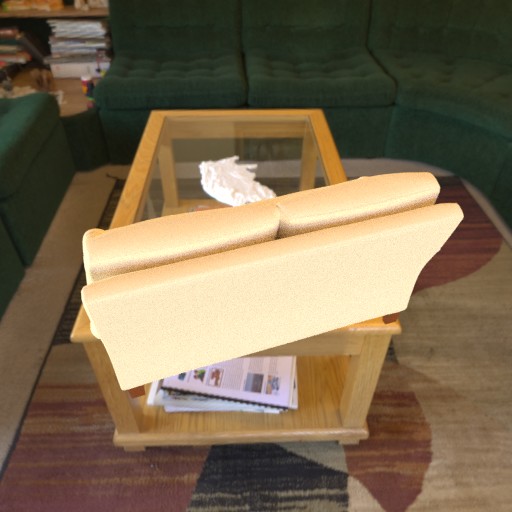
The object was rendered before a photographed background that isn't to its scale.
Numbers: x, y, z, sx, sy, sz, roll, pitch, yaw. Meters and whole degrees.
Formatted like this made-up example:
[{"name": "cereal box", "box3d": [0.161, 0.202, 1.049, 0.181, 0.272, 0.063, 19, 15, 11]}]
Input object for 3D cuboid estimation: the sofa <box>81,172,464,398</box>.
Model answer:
[{"name": "sofa", "box3d": [0.000, 0.000, 2.583, 1.853, 1.101, 1.084, -13, 42, -15]}]
